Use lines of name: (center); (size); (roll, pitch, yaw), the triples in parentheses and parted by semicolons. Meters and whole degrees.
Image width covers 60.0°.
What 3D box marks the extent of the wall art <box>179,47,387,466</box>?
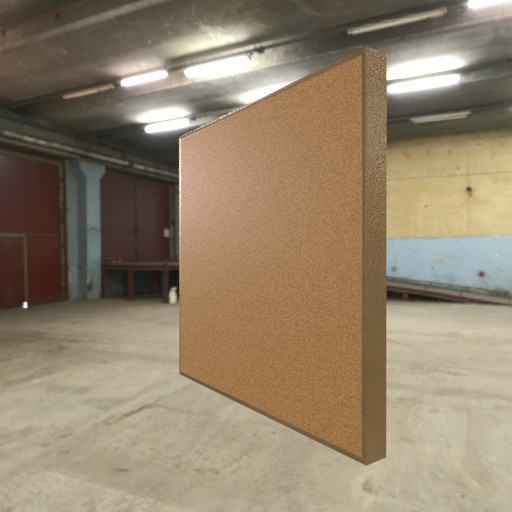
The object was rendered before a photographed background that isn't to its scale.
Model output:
wall art: (0.000, 0.000, 0.759); (0.038, 0.511, 0.513); (0, 0, -36)
